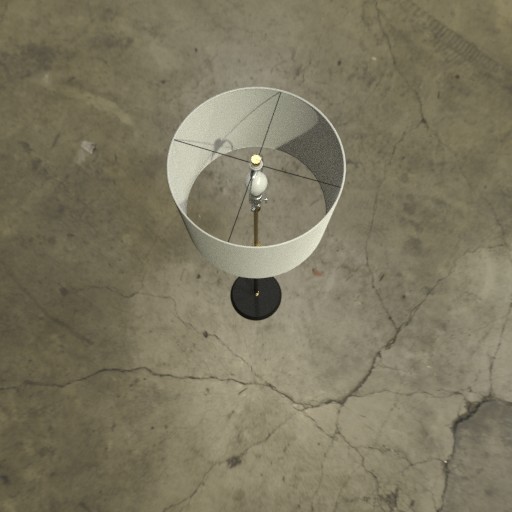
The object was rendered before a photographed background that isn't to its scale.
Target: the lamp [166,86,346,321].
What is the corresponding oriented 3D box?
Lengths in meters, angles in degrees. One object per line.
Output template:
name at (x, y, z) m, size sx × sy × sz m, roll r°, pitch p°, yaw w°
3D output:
lamp at (0.000, 0.000, 1.710) m, size 0.404 × 1.517 × 0.404 m, roll 17°, pitch 74°, yaw 5°
